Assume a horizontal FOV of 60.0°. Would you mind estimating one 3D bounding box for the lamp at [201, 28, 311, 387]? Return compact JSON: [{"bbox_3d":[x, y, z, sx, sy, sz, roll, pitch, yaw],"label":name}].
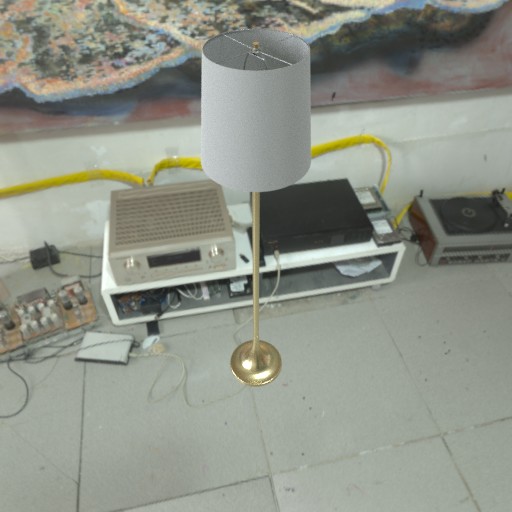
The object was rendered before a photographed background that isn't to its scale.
[{"bbox_3d":[0.000,0.000,1.672,0.337,1.543,0.337,0,46,0],"label":"lamp"}]
